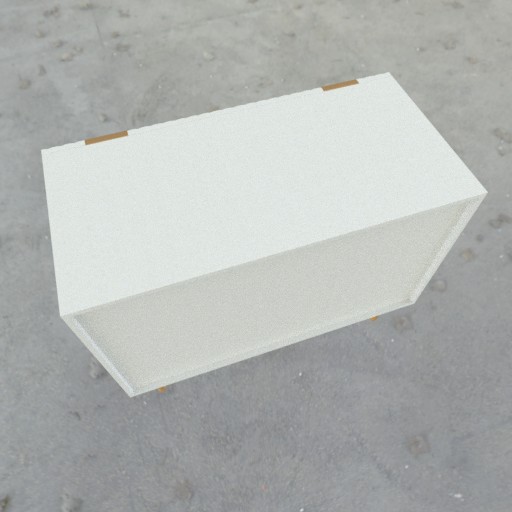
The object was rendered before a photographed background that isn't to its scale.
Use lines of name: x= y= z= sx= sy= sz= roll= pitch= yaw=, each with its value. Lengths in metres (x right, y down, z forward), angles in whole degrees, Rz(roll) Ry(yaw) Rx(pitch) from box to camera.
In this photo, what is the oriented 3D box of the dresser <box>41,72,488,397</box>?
dresser: x=0.000 y=0.000 z=1.300 sx=0.905 sy=0.721 sz=0.457 roll=-16 pitch=59 yaw=-10
